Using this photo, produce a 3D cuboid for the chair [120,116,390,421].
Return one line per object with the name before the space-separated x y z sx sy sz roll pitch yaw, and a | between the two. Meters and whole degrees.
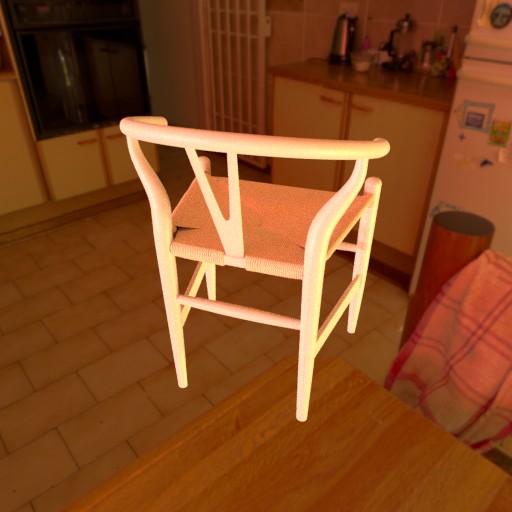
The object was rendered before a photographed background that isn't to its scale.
chair | 0.000 0.000 1.064 0.533 0.736 0.500 10 34 16
